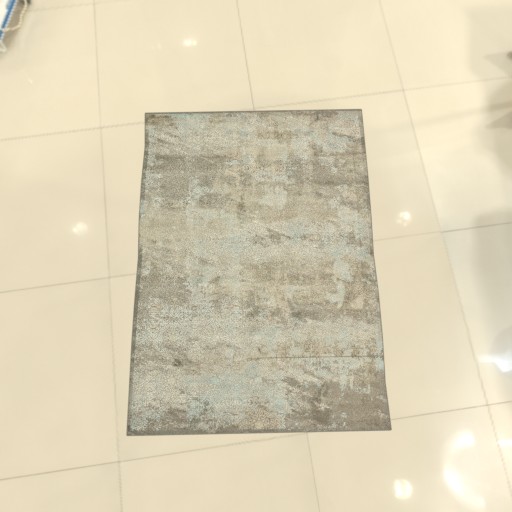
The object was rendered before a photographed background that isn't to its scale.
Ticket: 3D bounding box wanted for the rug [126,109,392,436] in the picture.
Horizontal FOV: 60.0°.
[{"bbox_3d":[0.000,0.000,4.424,2.393,0.013,3.307,-1,74,0],"label":"rug"}]
